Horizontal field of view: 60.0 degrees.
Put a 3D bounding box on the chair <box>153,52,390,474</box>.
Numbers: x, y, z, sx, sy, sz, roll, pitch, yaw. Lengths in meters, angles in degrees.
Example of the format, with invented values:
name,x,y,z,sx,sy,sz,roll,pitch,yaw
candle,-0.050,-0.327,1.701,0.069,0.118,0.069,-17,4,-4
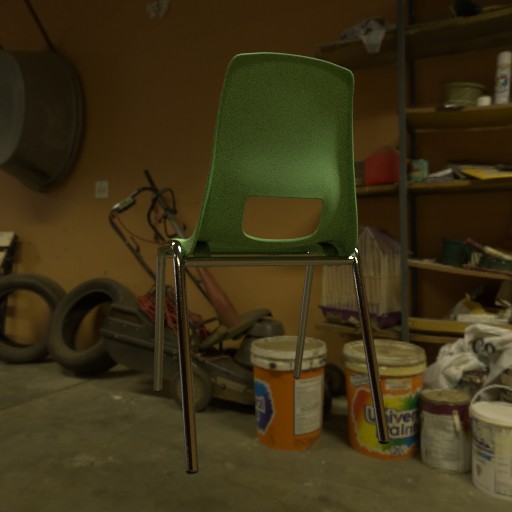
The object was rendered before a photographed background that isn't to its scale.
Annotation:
name,x,y,z,sx,sy,sz,roll,pitch,yaw
chair,0.000,0.000,0.915,0.381,0.653,0.436,0,1,-18
